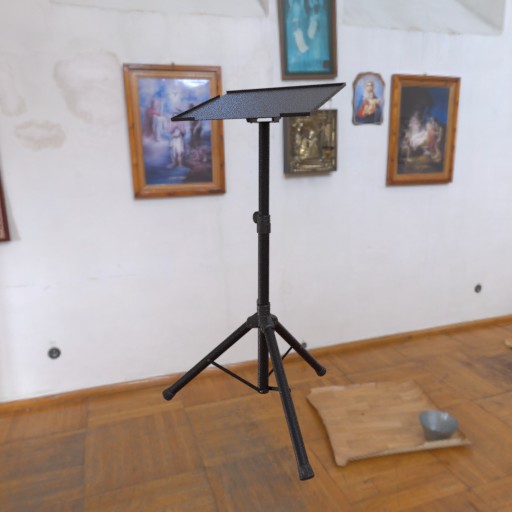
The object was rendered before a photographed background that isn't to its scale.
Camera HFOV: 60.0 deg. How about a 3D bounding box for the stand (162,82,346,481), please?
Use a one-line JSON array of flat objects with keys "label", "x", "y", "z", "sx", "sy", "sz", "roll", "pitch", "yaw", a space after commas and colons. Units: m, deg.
[{"label": "stand", "x": 0.000, "y": 0.000, "z": 1.633, "sx": 0.702, "sy": 1.198, "sz": 0.702, "roll": 6, "pitch": 14, "yaw": 25}]
